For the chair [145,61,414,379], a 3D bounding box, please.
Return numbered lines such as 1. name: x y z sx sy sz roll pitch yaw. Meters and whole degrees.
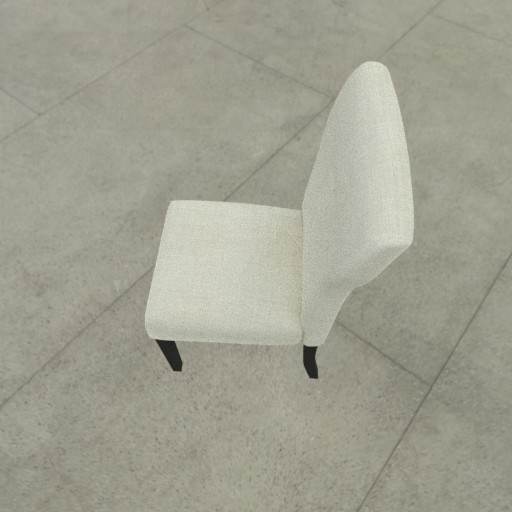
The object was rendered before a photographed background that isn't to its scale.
1. chair: 0.000 0.000 1.265 0.597 0.921 0.509 3 58 2
